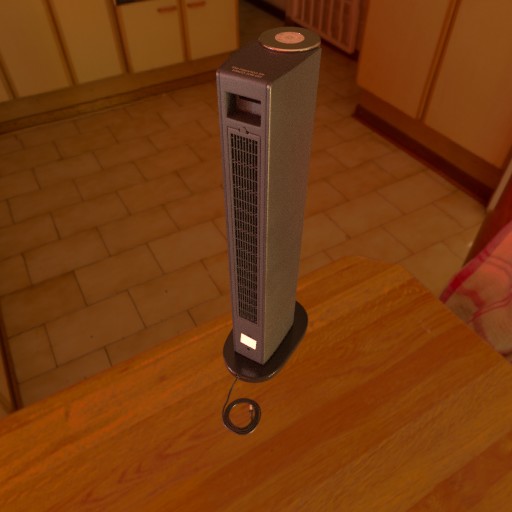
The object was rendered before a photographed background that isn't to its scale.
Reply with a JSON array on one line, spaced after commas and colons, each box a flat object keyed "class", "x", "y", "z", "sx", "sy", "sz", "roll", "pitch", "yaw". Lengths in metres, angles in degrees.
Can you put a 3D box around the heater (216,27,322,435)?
[{"class": "heater", "x": 0.000, "y": 0.000, "z": 1.000, "sx": 0.214, "sy": 0.856, "sz": 0.458, "roll": 22, "pitch": 50, "yaw": 20}]
